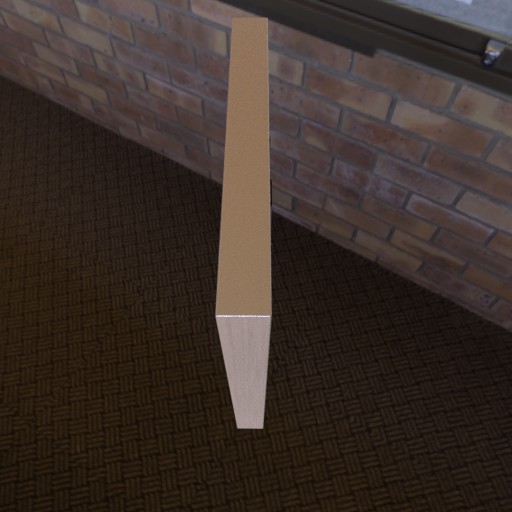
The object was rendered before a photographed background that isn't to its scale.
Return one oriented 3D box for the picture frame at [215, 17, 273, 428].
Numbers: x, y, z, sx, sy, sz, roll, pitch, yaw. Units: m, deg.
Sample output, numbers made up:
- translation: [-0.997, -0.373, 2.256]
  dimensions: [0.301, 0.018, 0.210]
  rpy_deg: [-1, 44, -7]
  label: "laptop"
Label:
- translation: [0.000, 0.000, 0.381]
  dimensions: [0.036, 0.282, 0.233]
  rpy_deg: [0, 59, 0]
  label: "picture frame"
